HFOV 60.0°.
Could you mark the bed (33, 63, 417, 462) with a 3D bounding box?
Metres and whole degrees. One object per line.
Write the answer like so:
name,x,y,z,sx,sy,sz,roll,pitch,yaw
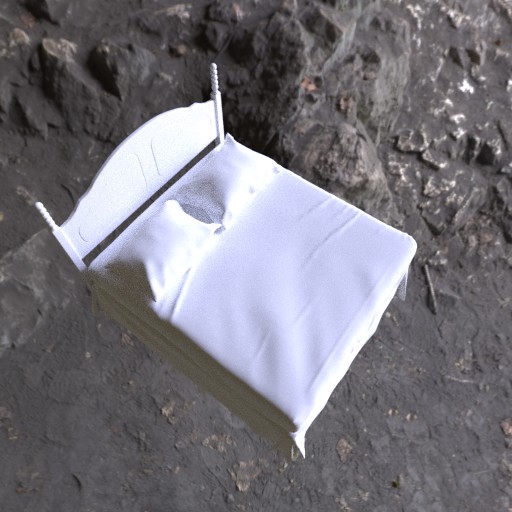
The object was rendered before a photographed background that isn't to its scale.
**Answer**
bed,0.000,0.000,3.174,2.040,1.356,1.873,33,64,18
